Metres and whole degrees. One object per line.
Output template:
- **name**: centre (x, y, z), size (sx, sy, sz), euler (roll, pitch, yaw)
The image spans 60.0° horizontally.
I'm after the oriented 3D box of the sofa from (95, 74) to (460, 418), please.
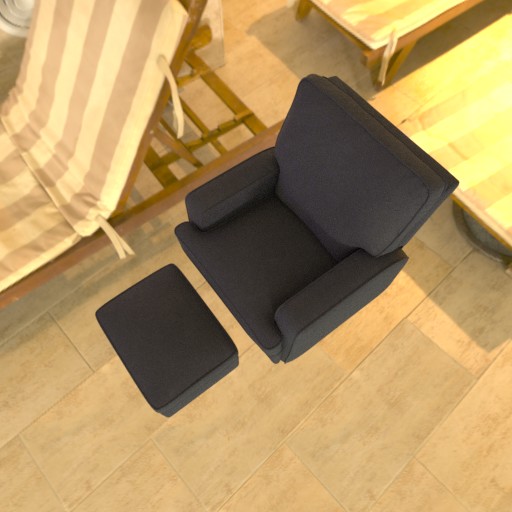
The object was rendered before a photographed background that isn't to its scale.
- **sofa**: centre (0.000, 0.000, 1.998), size (1.472, 0.959, 0.861), euler (-34, 68, -16)
